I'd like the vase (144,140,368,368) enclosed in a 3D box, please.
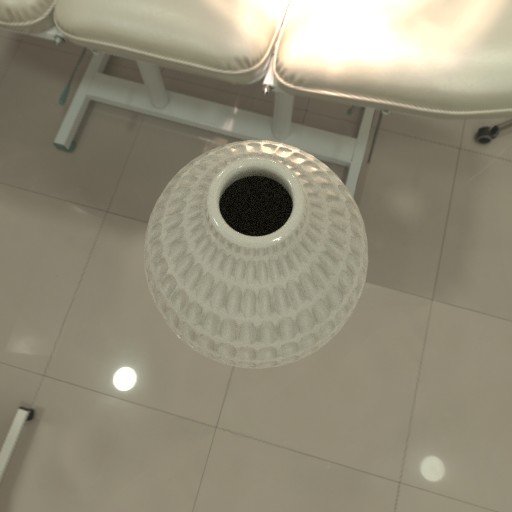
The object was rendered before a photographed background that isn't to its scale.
[{"bbox_3d":[0.000,0.000,0.329,0.162,0.223,0.162,0,75,0],"label":"vase"}]
